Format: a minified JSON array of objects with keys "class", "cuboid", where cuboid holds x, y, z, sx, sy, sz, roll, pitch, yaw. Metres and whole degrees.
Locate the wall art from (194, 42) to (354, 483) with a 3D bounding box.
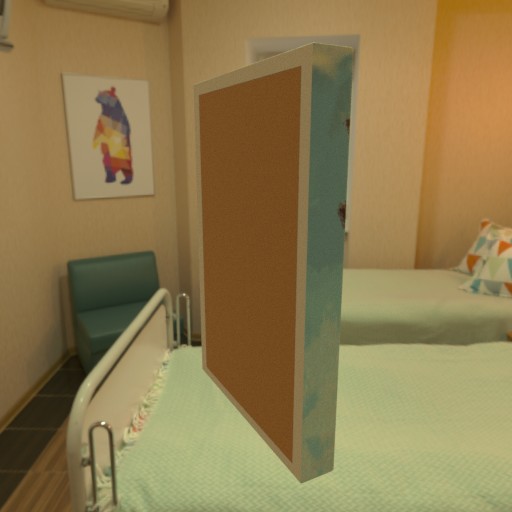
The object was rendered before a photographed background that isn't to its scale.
[{"class":"wall art","cuboid":[0.000,0.000,0.484,0.039,0.380,0.251,-7,15,-27]}]
